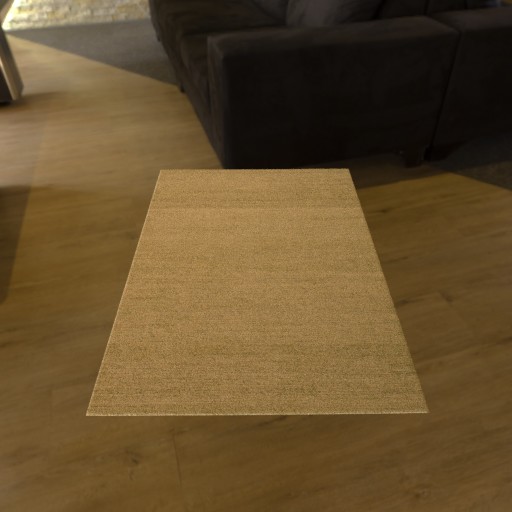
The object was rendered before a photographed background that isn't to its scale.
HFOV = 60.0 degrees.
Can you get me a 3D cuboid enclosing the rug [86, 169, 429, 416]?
[{"bbox_3d":[0.000,0.000,5.076,2.782,0.025,3.935,0,41,0],"label":"rug"}]
